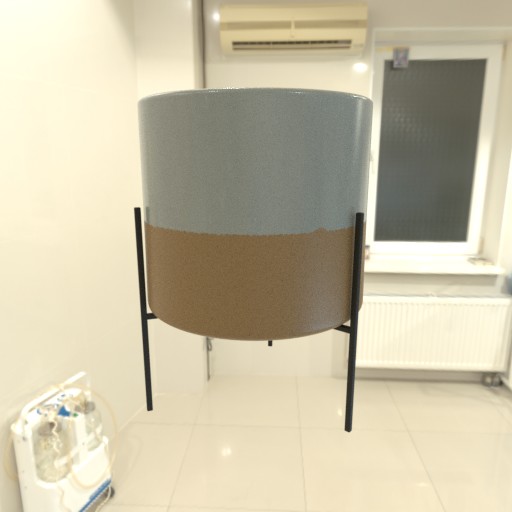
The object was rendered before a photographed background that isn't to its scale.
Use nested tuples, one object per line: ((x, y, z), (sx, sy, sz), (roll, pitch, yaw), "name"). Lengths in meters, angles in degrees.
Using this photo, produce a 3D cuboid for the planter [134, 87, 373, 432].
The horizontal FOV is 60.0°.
((0.000, 0.000, 0.729), (0.348, 0.480, 0.360), (2, 14, 10), "planter")
